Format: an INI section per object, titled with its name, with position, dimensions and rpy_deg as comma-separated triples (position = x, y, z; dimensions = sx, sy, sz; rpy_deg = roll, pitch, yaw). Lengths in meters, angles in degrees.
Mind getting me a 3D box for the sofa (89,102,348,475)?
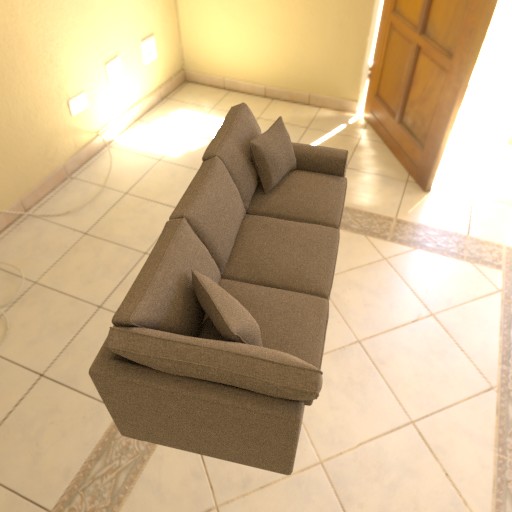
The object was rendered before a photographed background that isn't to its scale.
[sofa]
position = 0.000, 0.000, 2.898
dimensions = 1.061, 0.962, 2.317
rpy_deg = 10, 47, 9
